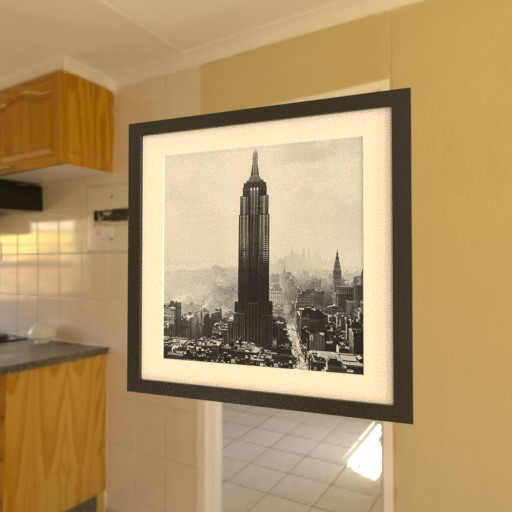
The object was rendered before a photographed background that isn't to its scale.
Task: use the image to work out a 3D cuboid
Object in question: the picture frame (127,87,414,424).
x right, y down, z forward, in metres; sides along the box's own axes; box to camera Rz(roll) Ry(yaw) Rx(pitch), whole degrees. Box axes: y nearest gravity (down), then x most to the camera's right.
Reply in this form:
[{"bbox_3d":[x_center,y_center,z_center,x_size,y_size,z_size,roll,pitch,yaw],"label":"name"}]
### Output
[{"bbox_3d":[0.000,0.000,0.841,0.559,0.557,0.029,0,-1,20],"label":"picture frame"}]
